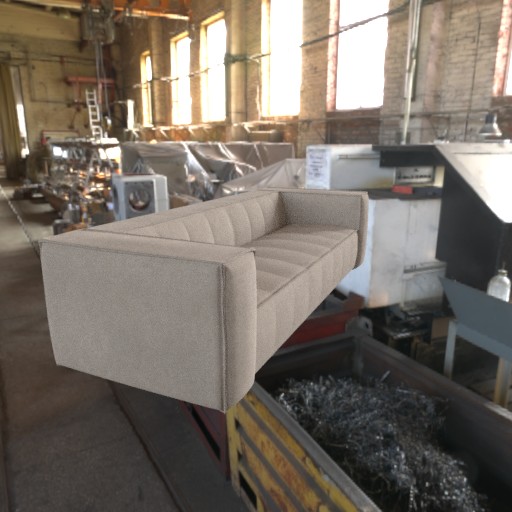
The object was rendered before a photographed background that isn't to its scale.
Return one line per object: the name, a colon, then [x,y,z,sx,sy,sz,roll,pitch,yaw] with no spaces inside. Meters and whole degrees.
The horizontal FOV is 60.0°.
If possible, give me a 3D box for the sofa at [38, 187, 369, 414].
sofa: [0.000,0.000,3.056,1.038,0.680,2.697,7,16,24]
